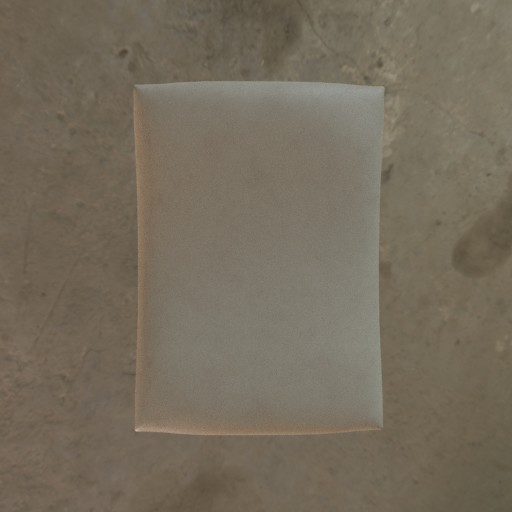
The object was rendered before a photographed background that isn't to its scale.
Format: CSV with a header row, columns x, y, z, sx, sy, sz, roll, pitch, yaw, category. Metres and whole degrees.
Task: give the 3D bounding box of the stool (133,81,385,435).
x,y,z,sx,sy,sz,roll,pitch,yaw,category
0.000,0.000,0.919,0.375,0.632,0.509,0,91,-1,stool
